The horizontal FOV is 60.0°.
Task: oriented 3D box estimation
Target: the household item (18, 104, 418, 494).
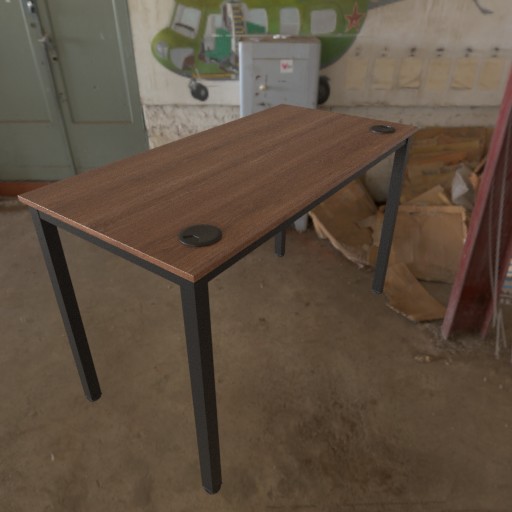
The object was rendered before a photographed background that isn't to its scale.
[{"bbox_3d":[0.000,0.000,1.564,0.600,0.750,1.200,21,38,30],"label":"household item"}]
